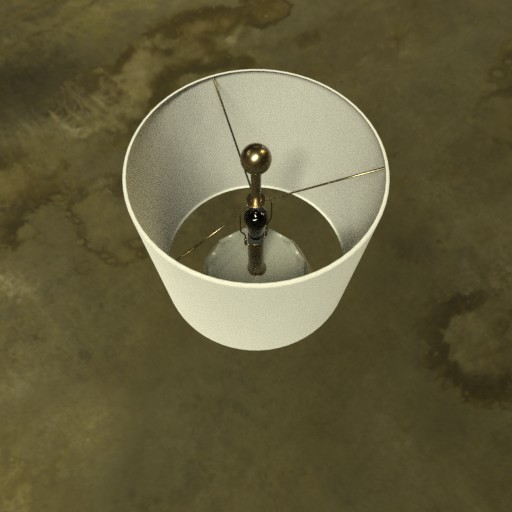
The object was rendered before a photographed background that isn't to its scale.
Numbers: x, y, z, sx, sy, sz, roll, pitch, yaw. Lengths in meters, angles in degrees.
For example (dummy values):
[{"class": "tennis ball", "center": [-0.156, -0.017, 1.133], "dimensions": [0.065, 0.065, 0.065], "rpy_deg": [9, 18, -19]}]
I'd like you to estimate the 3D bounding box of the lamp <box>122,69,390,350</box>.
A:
[{"class": "lamp", "center": [0.000, 0.000, 0.608], "dimensions": [0.254, 0.452, 0.254], "rpy_deg": [0, 64, 0]}]
